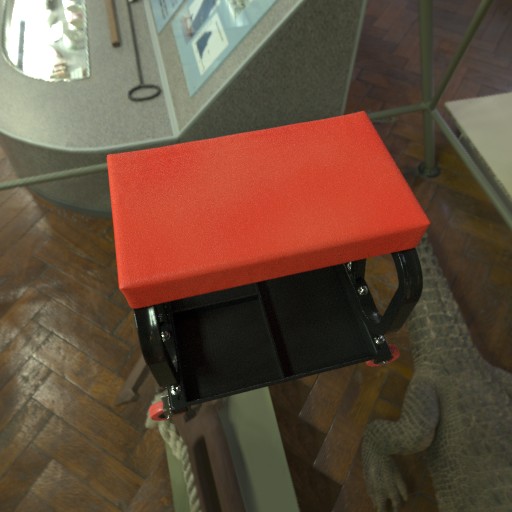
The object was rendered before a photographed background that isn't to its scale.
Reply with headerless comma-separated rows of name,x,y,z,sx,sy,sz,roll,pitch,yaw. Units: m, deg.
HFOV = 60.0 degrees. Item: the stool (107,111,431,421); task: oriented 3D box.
stool,0.000,0.000,0.722,0.446,0.380,0.371,-12,57,-8
